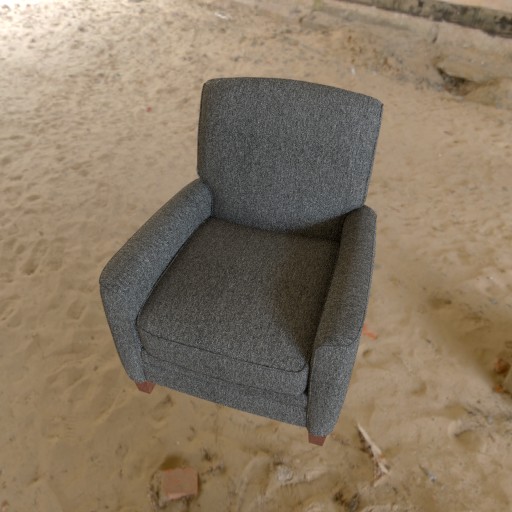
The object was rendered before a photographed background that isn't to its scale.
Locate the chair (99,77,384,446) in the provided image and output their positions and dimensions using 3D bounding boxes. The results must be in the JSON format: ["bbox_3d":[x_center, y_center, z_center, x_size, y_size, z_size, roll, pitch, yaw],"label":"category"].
[{"bbox_3d":[0.000,0.000,1.627,0.848,1.014,0.864,12,42,14],"label":"chair"}]
